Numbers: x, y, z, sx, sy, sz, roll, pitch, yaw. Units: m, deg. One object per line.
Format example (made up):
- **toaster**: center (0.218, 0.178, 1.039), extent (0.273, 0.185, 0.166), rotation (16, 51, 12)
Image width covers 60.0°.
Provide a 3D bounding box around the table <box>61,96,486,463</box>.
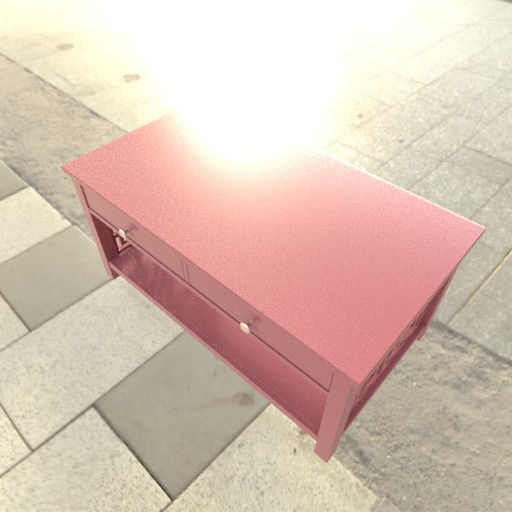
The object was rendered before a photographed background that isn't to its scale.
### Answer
- **table**: center (0.000, 0.000, 1.425), extent (1.068, 0.493, 0.612), rotation (33, 55, 27)
